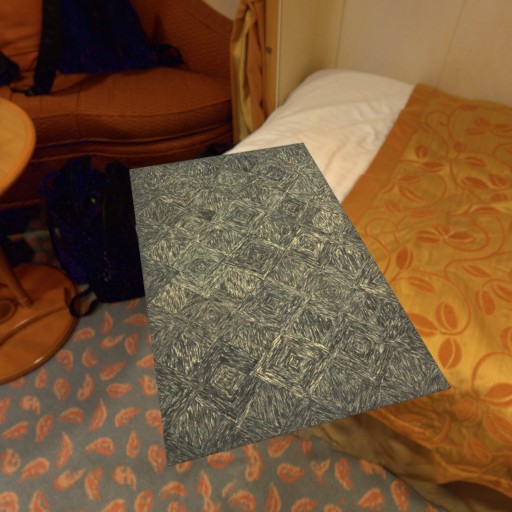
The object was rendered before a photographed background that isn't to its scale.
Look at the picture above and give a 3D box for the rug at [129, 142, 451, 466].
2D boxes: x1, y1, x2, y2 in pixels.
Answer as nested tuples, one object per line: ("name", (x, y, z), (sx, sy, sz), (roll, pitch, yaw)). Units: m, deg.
("rug", (0.000, 0.000, 2.936), (1.478, 0.017, 2.330), (-11, 49, -10))
